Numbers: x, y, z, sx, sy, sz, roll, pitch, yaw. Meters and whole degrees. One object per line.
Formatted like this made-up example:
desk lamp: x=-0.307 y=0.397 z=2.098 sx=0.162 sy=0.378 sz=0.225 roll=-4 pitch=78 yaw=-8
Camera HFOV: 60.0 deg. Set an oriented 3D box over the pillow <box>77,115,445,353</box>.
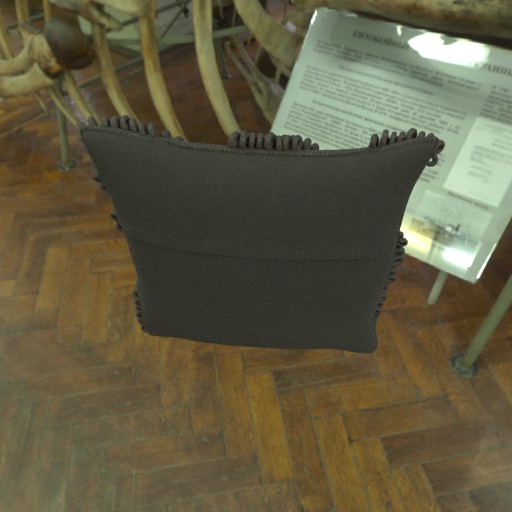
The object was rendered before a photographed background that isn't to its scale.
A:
pillow: x=0.000 y=0.000 z=0.716 sx=0.470 sy=0.467 sz=0.172 roll=4 pitch=46 yaw=4
